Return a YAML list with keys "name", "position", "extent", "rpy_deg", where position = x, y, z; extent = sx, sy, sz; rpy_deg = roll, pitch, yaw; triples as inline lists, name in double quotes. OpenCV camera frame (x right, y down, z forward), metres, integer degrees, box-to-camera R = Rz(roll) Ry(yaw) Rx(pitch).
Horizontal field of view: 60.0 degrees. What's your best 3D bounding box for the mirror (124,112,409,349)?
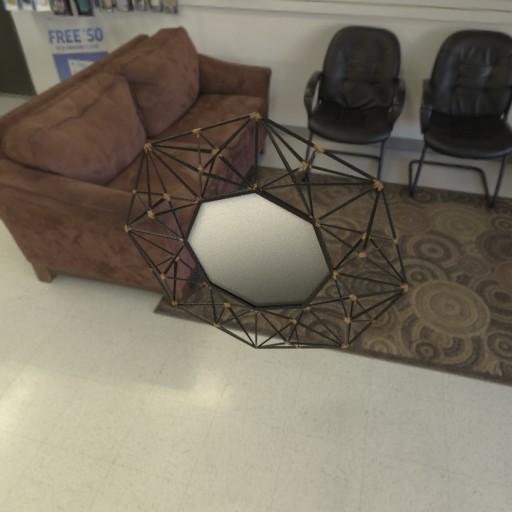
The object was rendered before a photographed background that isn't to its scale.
- name: "mirror"
  position: [0.000, 0.000, 1.061]
  extent: [0.710, 0.710, 0.094]
  rpy_deg: [12, 42, 13]
